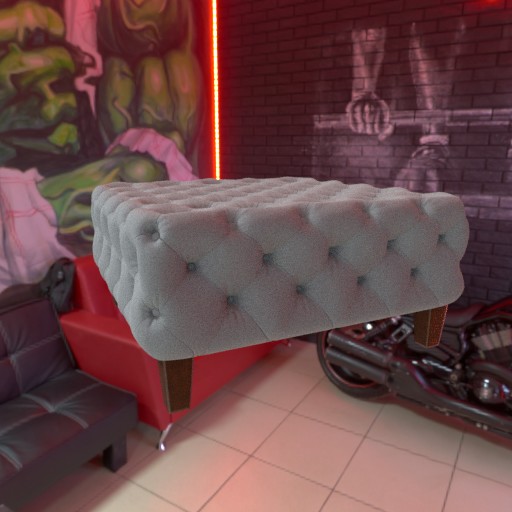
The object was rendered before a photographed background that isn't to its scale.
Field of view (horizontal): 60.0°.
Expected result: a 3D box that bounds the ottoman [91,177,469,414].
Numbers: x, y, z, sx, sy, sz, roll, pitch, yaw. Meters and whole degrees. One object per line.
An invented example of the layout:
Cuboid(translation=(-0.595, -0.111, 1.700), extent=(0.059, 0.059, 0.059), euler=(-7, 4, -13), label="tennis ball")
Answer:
Cuboid(translation=(0.000, 0.000, 1.403), extent=(0.911, 0.439, 0.917), euler=(-6, 15, -25), label="ottoman")
